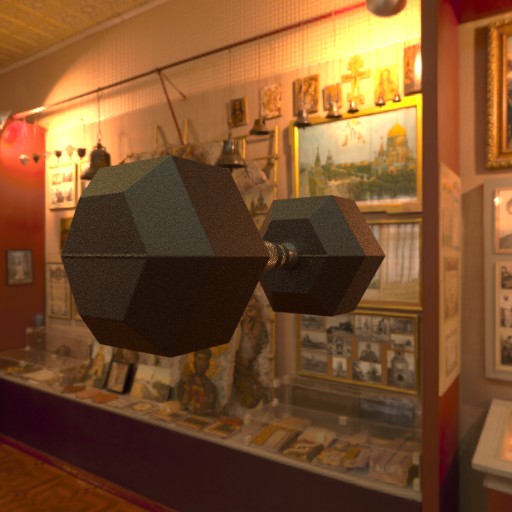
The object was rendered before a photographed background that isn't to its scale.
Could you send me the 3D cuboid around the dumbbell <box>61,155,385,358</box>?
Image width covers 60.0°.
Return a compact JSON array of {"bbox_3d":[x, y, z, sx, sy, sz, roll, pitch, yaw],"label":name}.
[{"bbox_3d":[0.000,0.000,0.445,0.157,0.137,0.361,0,0,36],"label":"dumbbell"}]
